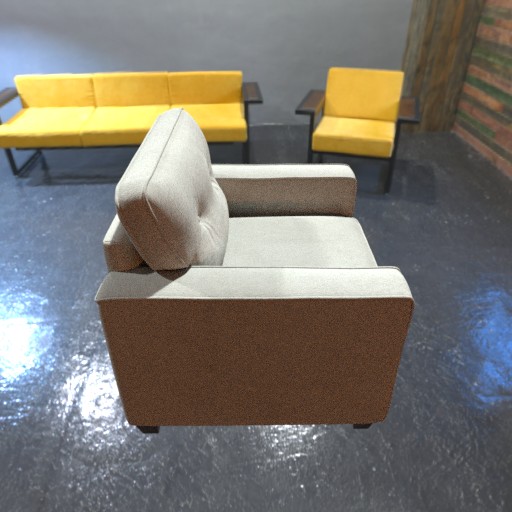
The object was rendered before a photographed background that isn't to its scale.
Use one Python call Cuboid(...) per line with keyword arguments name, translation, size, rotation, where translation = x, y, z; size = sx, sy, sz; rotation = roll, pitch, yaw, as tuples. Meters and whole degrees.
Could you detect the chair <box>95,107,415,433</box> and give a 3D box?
Cuboid(name="chair", translation=(0.000, 0.000, 1.751), size=(0.939, 0.965, 1.015), rotation=(0, 34, -1))
